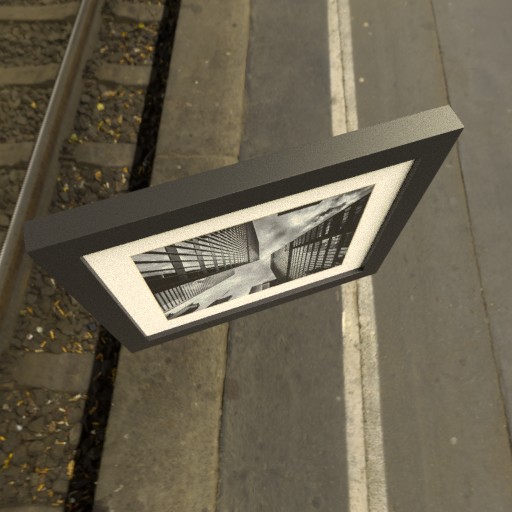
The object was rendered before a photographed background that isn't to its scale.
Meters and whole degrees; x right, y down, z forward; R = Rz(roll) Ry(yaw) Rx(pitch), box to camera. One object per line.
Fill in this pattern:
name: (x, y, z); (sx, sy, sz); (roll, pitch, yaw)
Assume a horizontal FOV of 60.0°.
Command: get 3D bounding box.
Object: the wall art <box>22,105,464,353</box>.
wall art: (0.000, 0.000, 0.515); (0.381, 0.321, 0.028); (-17, 65, -8)
